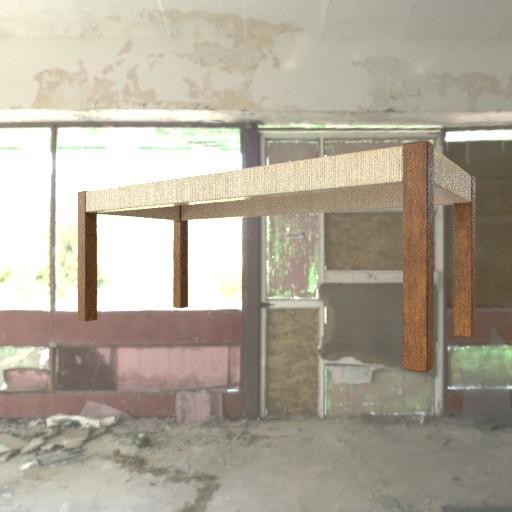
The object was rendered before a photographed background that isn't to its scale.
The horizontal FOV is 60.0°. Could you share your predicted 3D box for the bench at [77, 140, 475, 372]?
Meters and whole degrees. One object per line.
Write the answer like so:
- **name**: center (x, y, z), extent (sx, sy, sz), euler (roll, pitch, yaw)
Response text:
- **bench**: center (0.000, 0.000, 1.427), extent (1.198, 0.457, 0.507), euler (0, 0, 36)
